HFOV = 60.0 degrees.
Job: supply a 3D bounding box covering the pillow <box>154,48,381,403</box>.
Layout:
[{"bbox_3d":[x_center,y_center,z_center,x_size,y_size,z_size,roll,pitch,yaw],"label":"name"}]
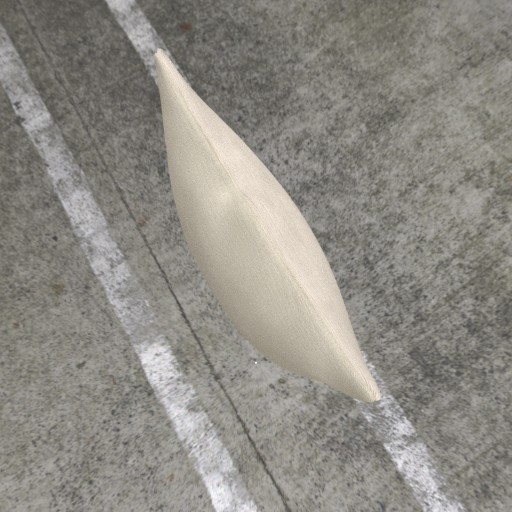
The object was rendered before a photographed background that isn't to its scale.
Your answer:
[{"bbox_3d":[0.000,0.000,0.649,0.162,0.420,0.437,-30,78,-7],"label":"pillow"}]
